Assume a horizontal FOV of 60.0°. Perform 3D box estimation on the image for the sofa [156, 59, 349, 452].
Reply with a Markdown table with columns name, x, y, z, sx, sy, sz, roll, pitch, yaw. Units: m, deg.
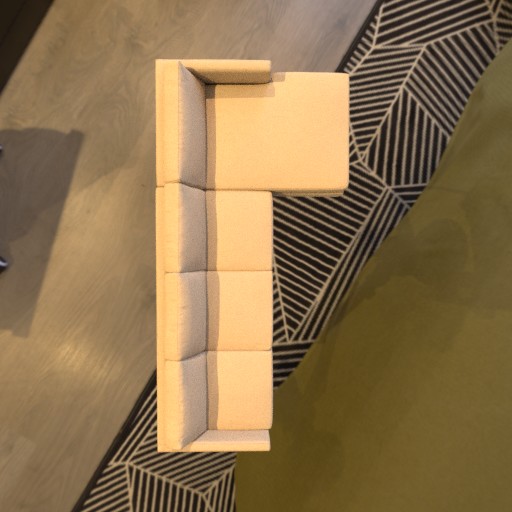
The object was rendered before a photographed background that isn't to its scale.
| name | x | y | z | sx | sy | sz | roll | pitch | yaw |
| --- | --- | --- | --- | --- | --- | --- | --- | --- | --- |
| sofa | 0.000 | 0.000 | 3.824 | 1.622 | 0.871 | 3.206 | 0 | 92 | -1 |
